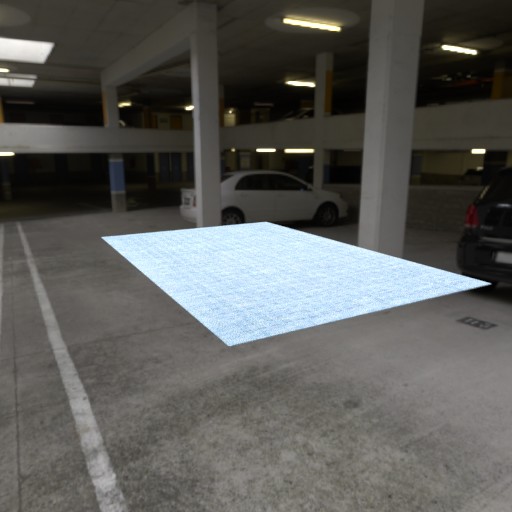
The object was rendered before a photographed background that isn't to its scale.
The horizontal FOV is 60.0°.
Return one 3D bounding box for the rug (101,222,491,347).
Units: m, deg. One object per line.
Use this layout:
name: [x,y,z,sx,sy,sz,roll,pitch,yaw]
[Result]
rug: [0.000,0.000,2.911,1.522,0.006,2.286,-8,16,-29]
